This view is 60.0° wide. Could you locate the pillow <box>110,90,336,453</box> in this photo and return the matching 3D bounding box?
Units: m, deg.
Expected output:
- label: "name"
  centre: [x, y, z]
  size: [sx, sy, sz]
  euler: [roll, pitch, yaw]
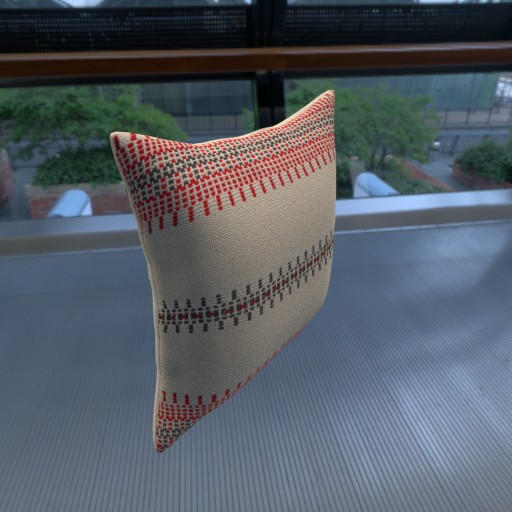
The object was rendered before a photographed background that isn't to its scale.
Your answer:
- label: "pillow"
  centre: [0.000, 0.000, 0.699]
  size: [0.160, 0.454, 0.463]
  euler: [18, 32, 32]
